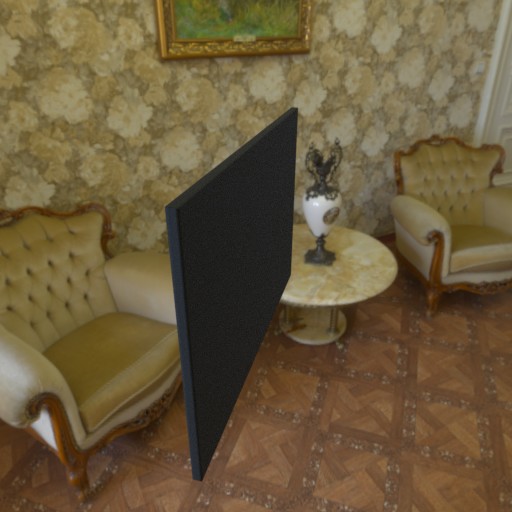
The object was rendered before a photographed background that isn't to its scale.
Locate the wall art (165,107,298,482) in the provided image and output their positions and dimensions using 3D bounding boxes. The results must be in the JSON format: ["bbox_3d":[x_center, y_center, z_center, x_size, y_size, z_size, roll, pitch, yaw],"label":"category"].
[{"bbox_3d":[0.000,0.000,1.258,0.049,0.659,0.964,8,29,15],"label":"wall art"}]
